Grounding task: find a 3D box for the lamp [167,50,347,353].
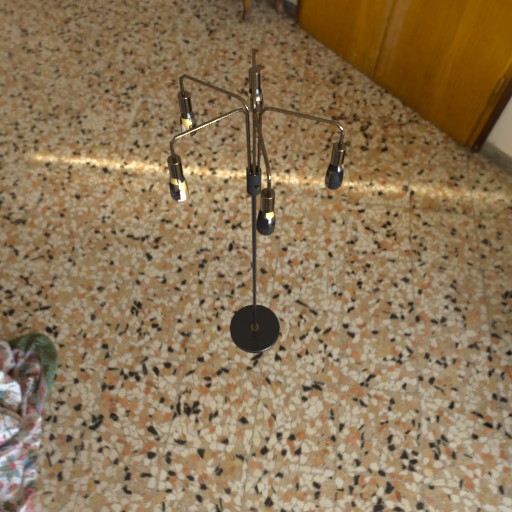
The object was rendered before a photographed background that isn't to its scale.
[{"bbox_3d":[0.000,0.000,2.028,0.599,1.721,0.572,15,60,9],"label":"lamp"}]
